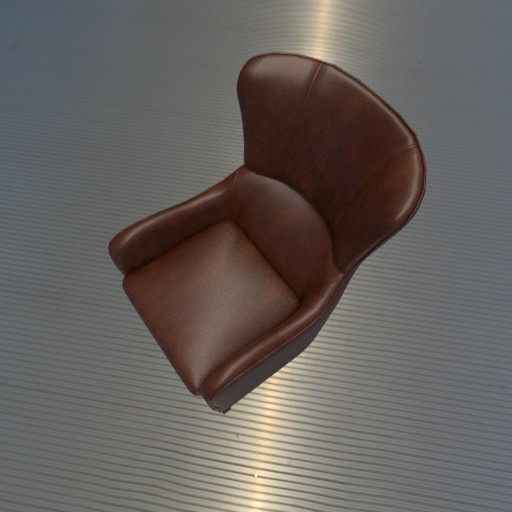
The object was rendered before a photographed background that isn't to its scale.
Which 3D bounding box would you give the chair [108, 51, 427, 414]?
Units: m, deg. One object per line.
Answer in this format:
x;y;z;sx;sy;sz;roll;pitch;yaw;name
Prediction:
0.000;0.000;1.612;0.914;1.048;0.692;-34;68;-15;chair
